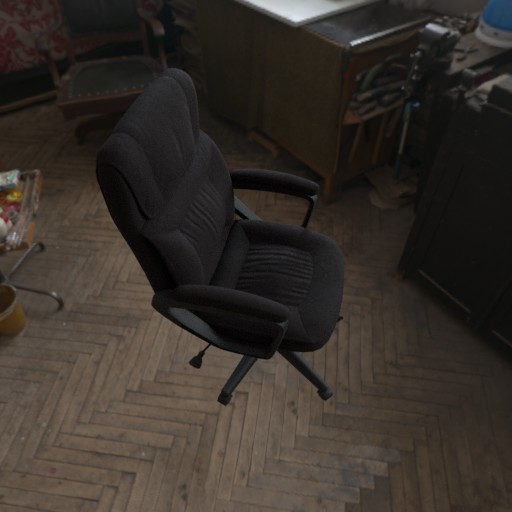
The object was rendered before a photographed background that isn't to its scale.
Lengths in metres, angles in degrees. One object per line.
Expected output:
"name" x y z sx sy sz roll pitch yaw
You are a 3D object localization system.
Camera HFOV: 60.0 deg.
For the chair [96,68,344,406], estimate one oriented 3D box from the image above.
"chair" 0.000 0.000 1.549 0.724 1.105 0.667 10 49 9
